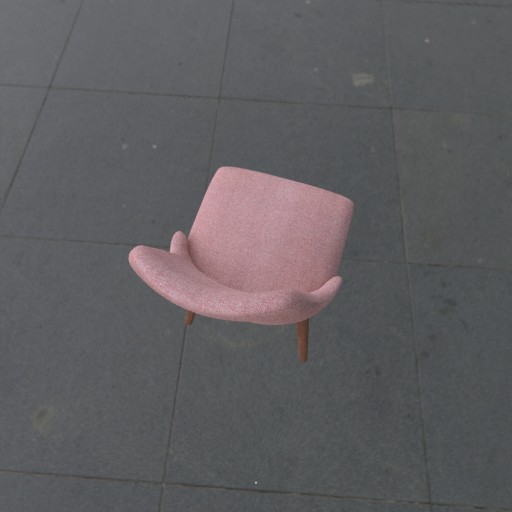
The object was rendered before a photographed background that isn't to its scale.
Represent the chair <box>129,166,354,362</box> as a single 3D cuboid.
[{"bbox_3d":[0.000,0.000,1.338,0.535,0.918,0.707,17,64,8],"label":"chair"}]
